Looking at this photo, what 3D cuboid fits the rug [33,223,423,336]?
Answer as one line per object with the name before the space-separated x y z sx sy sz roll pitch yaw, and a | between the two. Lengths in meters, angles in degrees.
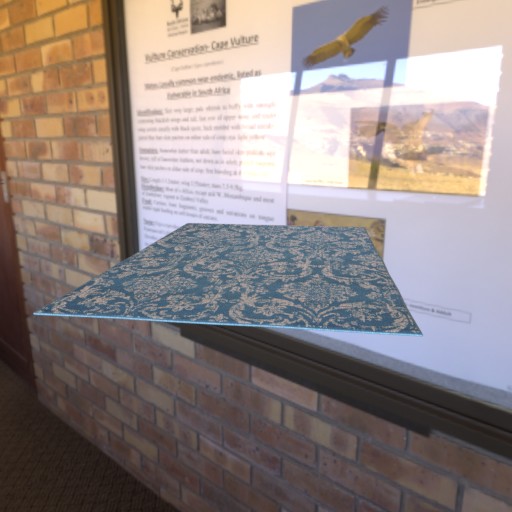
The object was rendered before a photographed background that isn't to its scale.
rug | 0.000 0.000 2.787 1.554 0.012 2.205 2 14 8
